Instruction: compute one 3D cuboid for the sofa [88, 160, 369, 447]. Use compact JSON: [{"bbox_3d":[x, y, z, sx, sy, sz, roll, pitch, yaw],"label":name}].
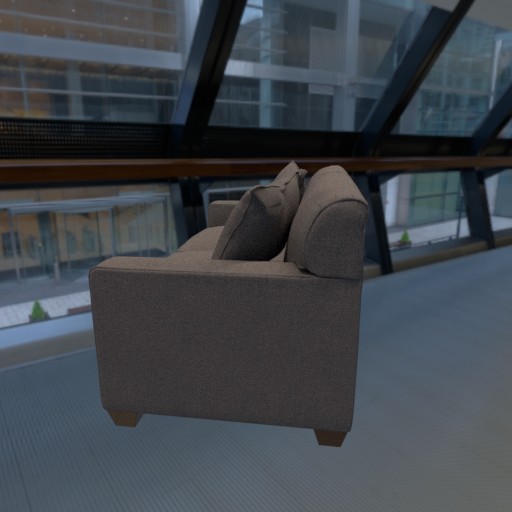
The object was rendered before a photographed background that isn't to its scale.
[{"bbox_3d":[0.000,0.000,2.401,1.000,0.958,1.846,2,15,8],"label":"sofa"}]
